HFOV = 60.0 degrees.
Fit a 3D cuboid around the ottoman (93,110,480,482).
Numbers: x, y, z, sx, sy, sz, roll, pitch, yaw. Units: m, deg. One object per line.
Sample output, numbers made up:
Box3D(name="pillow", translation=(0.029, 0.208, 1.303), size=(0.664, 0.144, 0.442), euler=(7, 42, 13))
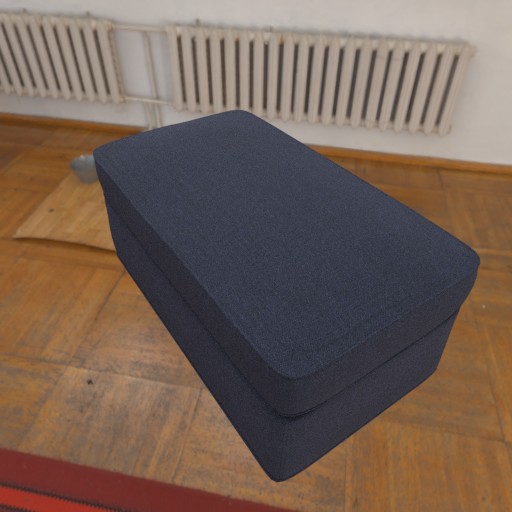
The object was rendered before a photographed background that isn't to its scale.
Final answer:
Box3D(name="ottoman", translation=(0.000, 0.000, 1.137), size=(0.505, 0.453, 0.895), euler=(-24, 46, -25))
